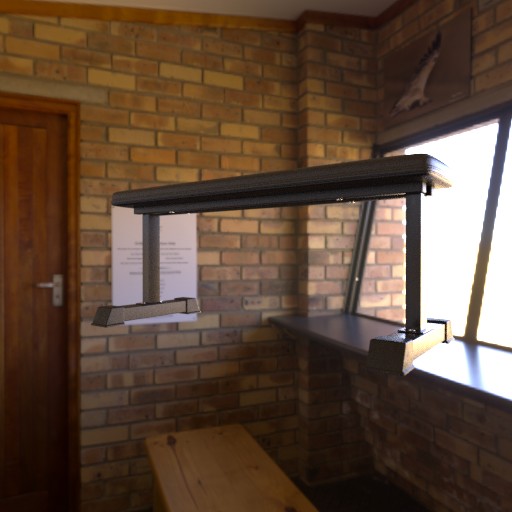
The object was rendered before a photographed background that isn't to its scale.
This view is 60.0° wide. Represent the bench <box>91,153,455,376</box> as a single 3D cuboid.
[{"bbox_3d":[0.000,0.000,1.323,1.072,0.453,0.439,0,1,36],"label":"bench"}]
